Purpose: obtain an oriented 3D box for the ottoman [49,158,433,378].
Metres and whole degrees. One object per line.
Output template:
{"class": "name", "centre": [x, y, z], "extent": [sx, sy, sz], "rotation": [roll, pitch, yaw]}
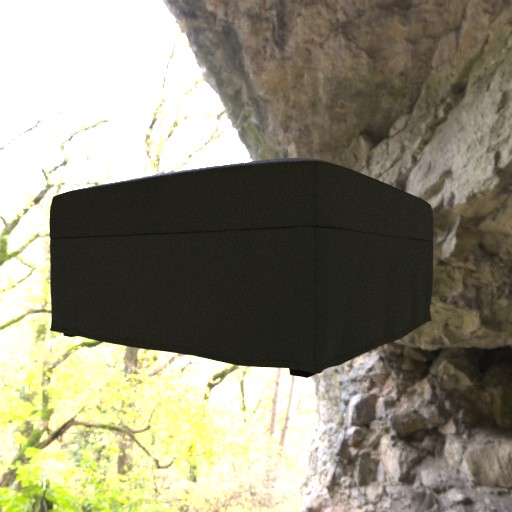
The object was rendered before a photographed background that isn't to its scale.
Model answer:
{"class": "ottoman", "centre": [0.000, 0.000, 1.313], "extent": [0.842, 0.441, 0.843], "rotation": [0, 0, 35]}
